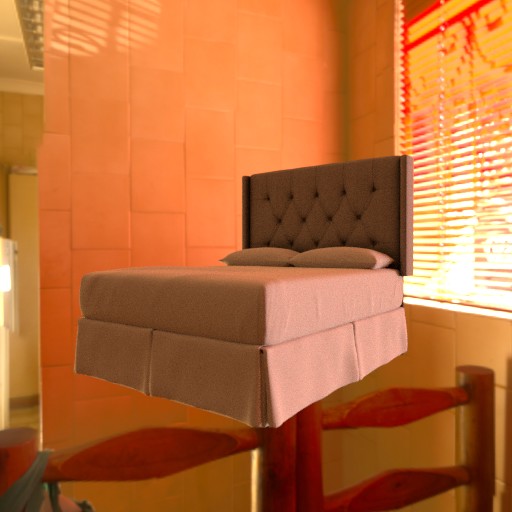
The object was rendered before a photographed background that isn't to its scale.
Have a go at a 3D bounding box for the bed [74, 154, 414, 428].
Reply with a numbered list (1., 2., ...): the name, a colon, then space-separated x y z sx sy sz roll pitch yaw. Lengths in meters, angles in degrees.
1. bed: 0.000 0.000 3.368 1.719 1.665 2.066 0 1 37
